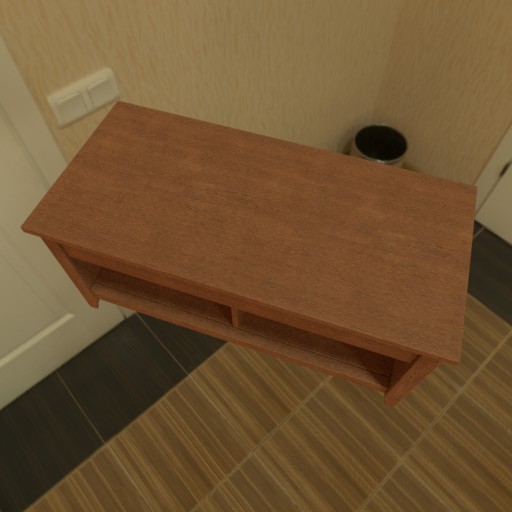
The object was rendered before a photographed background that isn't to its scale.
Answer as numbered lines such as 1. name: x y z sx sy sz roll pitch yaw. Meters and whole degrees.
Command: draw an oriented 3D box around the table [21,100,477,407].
1. table: 0.000 0.000 1.276 1.016 0.457 0.483 16 59 10
